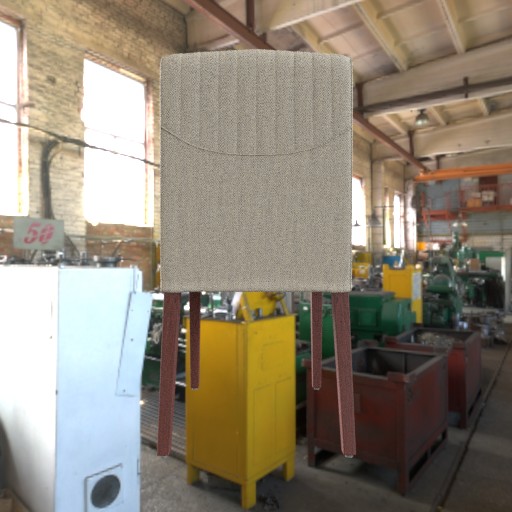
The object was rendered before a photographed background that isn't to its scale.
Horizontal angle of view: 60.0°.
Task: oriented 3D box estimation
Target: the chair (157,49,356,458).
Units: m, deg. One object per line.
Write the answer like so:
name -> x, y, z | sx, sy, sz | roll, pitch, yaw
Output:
chair -> 0.000, 0.000, 1.245 | 0.480, 0.900, 0.594 | 0, -1, 0
